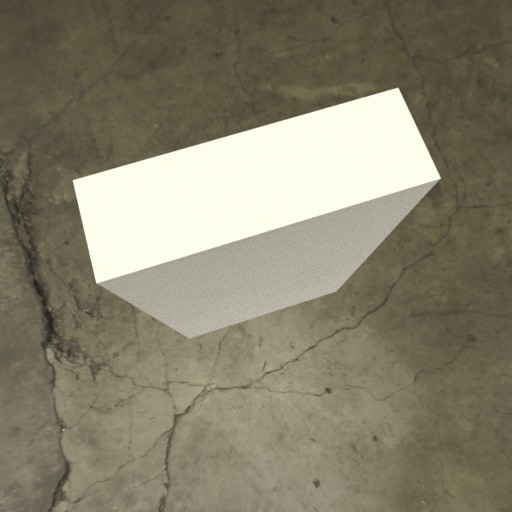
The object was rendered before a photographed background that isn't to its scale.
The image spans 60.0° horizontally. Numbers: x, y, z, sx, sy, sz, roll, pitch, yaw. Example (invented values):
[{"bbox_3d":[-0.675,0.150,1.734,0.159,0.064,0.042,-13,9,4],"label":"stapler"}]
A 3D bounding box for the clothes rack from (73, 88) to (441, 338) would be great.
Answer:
[{"bbox_3d":[0.000,0.000,1.565,0.750,1.280,0.250,-17,75,-5],"label":"clothes rack"}]
